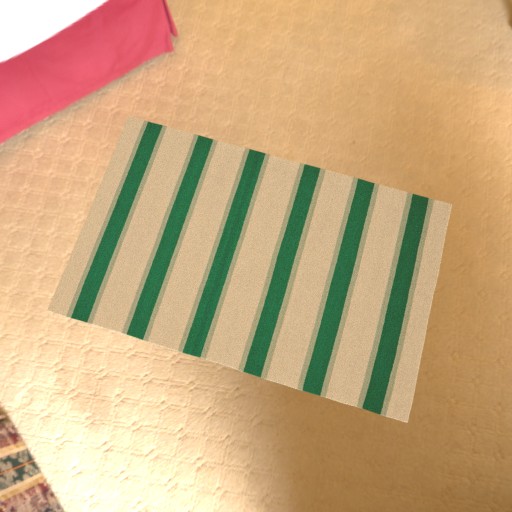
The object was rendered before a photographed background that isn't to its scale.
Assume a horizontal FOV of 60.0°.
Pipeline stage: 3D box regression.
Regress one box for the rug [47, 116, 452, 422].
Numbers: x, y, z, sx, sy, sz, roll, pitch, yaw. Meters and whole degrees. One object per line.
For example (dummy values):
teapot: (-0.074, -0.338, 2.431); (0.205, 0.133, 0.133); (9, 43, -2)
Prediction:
rug: (0.000, 0.000, 3.032); (2.436, 0.015, 1.521); (16, 76, 4)
